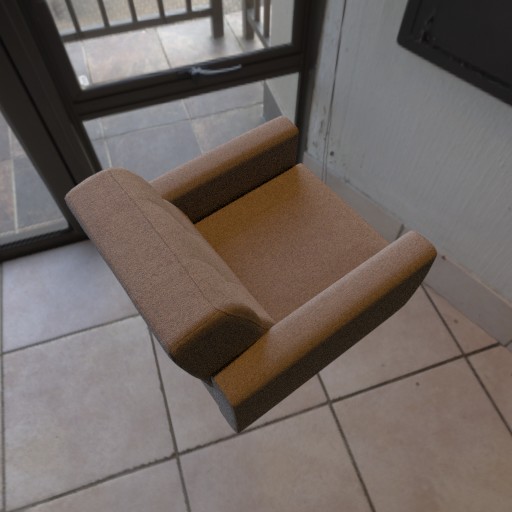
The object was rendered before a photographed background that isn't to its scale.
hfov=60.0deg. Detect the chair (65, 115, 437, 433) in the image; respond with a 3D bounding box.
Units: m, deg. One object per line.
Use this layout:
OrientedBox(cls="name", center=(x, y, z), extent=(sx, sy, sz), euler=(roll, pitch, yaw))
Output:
OrientedBox(cls="chair", center=(0.000, 0.000, 1.560), extent=(0.907, 0.839, 0.831), euler=(-32, 63, -19))
